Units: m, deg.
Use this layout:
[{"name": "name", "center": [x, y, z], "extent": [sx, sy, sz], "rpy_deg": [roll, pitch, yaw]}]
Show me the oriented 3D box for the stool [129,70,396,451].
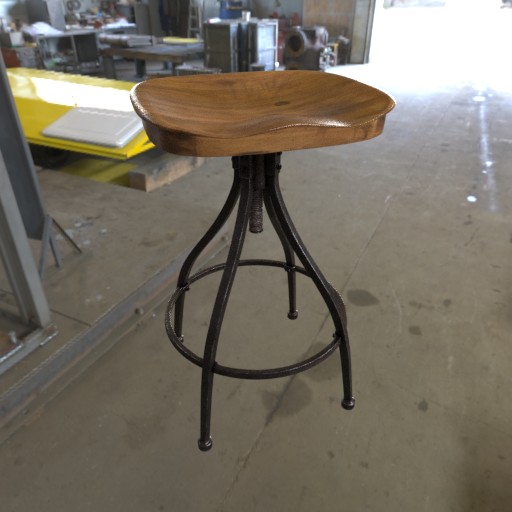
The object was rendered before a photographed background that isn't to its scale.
[{"name": "stool", "center": [0.000, 0.000, 0.962], "extent": [0.432, 0.694, 0.424], "rpy_deg": [-10, 33, -15]}]
